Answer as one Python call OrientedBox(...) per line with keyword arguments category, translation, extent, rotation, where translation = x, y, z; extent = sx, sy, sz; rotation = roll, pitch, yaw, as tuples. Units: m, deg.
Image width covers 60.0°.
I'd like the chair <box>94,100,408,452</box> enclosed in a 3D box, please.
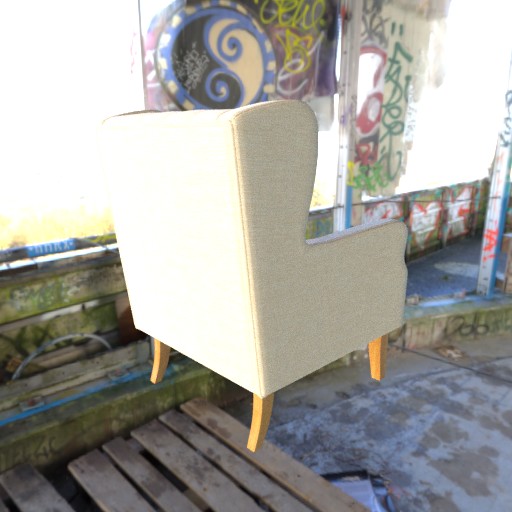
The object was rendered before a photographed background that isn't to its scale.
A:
OrientedBox(category="chair", translation=(0.000, 0.000, 1.471), extent=(0.710, 0.930, 0.760), rotation=(15, 21, 43))
